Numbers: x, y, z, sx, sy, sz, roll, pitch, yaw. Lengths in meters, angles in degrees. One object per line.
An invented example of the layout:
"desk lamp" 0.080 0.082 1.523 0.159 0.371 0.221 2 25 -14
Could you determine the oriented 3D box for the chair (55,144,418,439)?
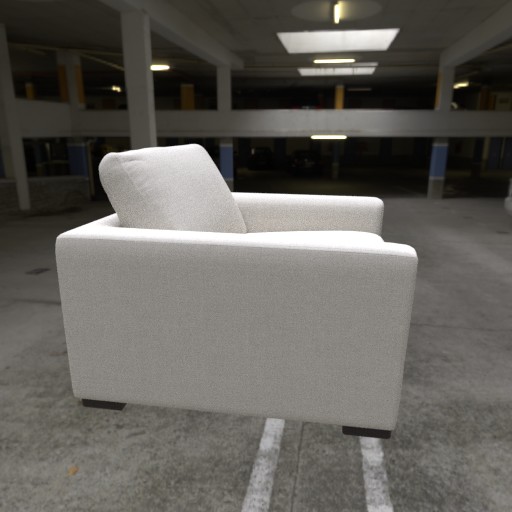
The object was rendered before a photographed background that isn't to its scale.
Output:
"chair" 0.000 0.000 1.830 1.100 0.876 1.070 3 16 9
